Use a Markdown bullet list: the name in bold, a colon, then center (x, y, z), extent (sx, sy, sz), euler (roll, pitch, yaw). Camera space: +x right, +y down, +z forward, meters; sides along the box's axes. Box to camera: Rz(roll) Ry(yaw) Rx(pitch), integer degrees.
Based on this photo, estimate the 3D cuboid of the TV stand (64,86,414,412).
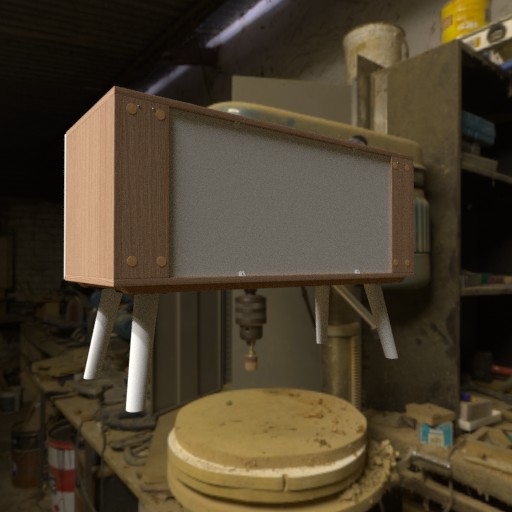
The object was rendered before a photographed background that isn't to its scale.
- **TV stand**: center (0.000, 0.000, 1.328), extent (0.991, 0.660, 0.407), euler (1, -1, -36)
